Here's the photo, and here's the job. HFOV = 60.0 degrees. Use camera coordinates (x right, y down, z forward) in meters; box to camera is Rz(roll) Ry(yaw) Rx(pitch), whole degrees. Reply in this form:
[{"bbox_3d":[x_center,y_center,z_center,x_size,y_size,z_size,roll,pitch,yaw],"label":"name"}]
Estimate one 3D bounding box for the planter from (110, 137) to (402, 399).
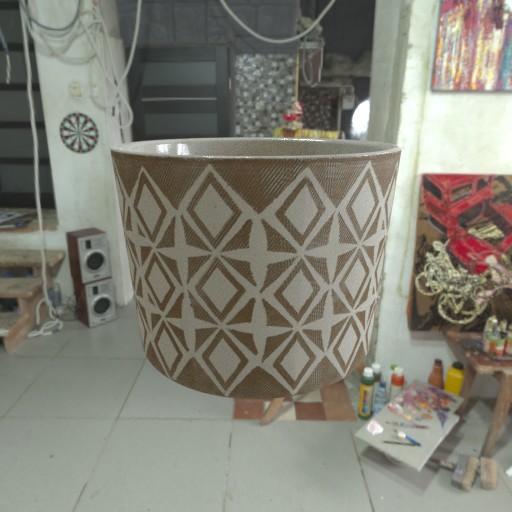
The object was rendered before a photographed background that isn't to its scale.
[{"bbox_3d":[0.000,0.000,0.448,0.260,0.220,0.260,0,18,0],"label":"planter"}]
